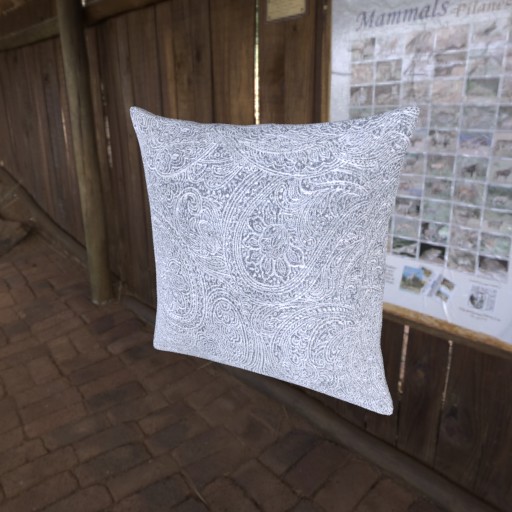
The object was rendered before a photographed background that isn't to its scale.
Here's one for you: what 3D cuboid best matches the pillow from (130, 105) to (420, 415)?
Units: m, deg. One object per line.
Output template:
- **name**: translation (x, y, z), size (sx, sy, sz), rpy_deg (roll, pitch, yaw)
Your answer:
- **pillow**: translation (0.000, 0.000, 0.795), size (0.523, 0.510, 0.166), rpy_deg (9, 20, 26)
